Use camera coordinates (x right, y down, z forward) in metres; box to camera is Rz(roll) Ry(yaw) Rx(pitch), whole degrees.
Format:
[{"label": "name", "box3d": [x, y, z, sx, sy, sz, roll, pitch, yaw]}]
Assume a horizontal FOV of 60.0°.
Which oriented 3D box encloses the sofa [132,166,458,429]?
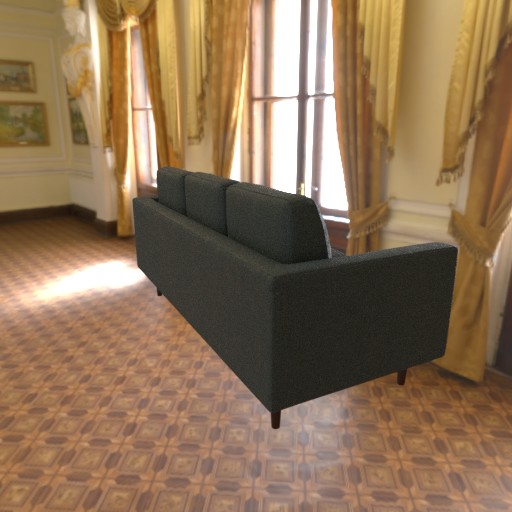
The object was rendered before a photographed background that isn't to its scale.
[{"label": "sofa", "box3d": [0.000, 0.000, 2.560, 0.935, 0.945, 2.013, -8, 18, -27]}]
